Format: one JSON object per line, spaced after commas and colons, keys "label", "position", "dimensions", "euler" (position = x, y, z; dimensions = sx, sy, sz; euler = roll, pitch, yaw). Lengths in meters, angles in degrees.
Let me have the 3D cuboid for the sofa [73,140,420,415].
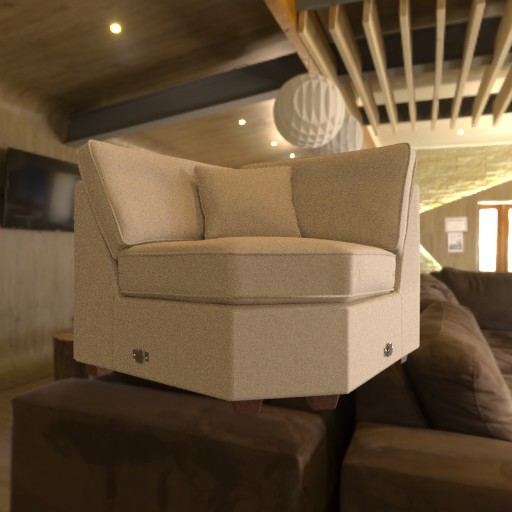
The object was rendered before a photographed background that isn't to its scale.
{"label": "sofa", "position": [0.000, 0.000, 1.804], "dimensions": [1.042, 0.937, 1.050], "euler": [0, 0, 36]}
